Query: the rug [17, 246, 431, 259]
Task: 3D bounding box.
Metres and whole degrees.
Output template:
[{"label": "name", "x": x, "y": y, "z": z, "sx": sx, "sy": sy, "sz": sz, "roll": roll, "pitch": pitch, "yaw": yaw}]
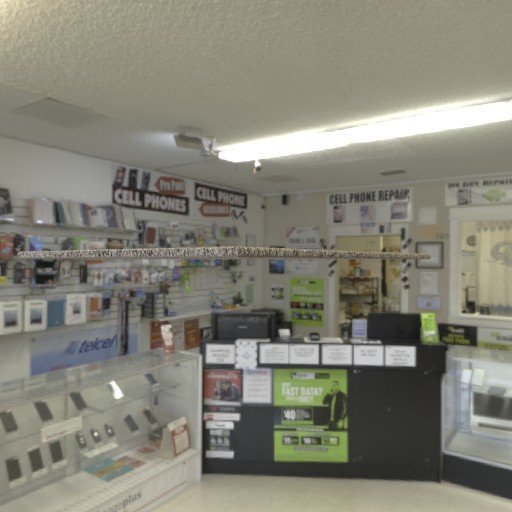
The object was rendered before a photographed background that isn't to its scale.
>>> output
[{"label": "rug", "x": 0.000, "y": 0.000, "z": 2.229, "sx": 1.219, "sy": 0.030, "sz": 1.778, "roll": 0, "pitch": -1, "yaw": 37}]
